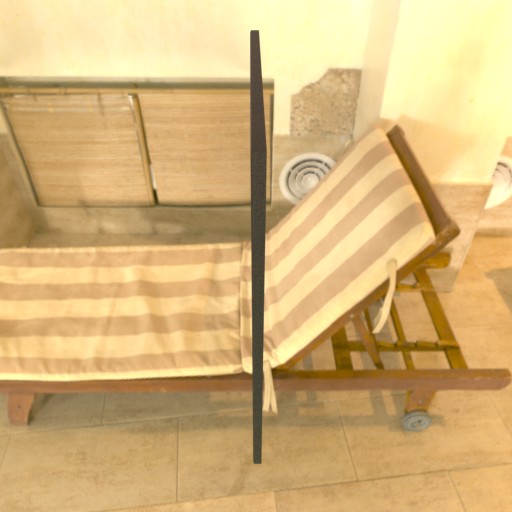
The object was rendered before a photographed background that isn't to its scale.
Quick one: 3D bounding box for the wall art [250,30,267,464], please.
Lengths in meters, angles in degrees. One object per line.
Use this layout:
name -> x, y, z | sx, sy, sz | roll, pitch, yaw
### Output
wall art -> 0.000, 0.000, 0.634 | 0.013, 0.508, 0.359 | 0, 40, 0
